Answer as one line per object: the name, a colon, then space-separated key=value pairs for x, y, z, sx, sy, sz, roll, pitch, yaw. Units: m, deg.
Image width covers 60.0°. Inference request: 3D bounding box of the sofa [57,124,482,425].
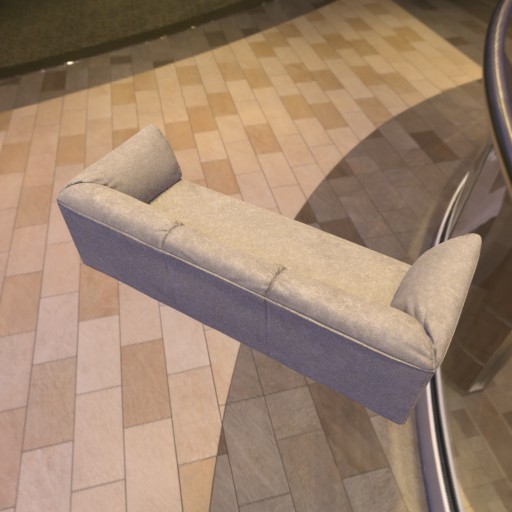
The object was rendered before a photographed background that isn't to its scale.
sofa: x=0.000 y=0.000 z=2.647 sx=2.238 sy=0.758 sz=0.899 roll=23 pitch=51 yaw=20
